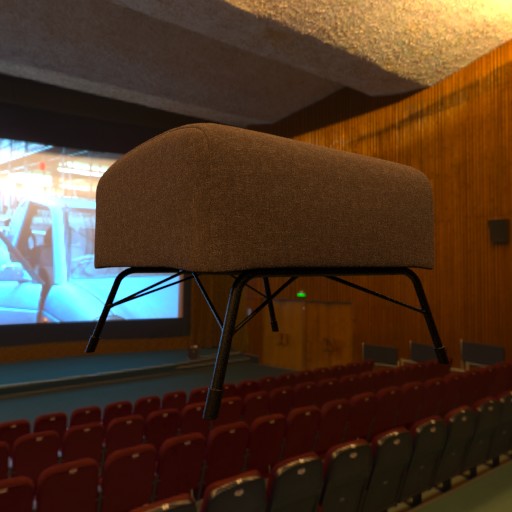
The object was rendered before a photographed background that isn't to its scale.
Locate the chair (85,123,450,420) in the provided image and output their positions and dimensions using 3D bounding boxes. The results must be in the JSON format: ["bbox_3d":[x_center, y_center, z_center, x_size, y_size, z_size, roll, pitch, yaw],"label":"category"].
[{"bbox_3d":[0.000,0.000,0.901,0.530,0.410,0.530,1,-2,-36],"label":"chair"}]
